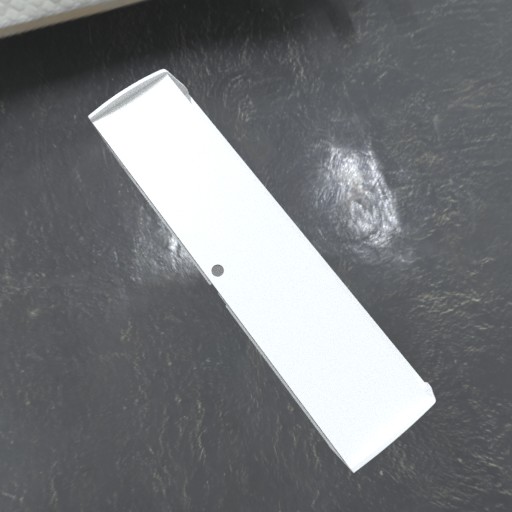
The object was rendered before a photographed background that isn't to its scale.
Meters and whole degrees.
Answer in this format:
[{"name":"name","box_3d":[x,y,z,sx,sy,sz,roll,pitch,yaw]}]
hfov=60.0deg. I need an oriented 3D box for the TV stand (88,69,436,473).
[{"name":"TV stand","box_3d":[0.000,0.000,1.662,0.397,0.424,1.473,-36,79,-8]}]
